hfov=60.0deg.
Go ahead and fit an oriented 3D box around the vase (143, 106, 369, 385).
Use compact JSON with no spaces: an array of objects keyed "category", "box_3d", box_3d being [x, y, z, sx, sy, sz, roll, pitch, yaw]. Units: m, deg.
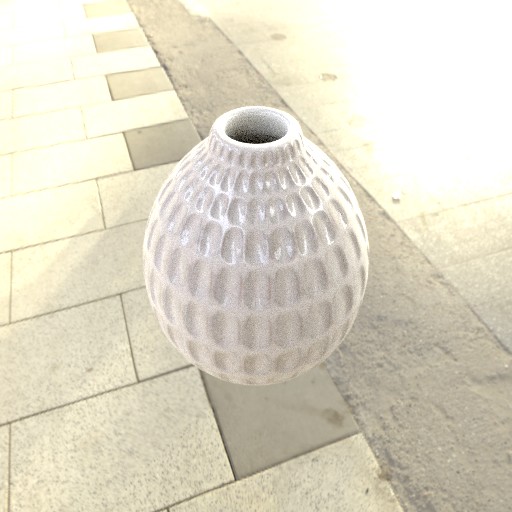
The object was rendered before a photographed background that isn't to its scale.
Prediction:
[{"category":"vase","box_3d":[0.000,0.000,0.256,0.128,0.167,0.128,0,46,0]}]
